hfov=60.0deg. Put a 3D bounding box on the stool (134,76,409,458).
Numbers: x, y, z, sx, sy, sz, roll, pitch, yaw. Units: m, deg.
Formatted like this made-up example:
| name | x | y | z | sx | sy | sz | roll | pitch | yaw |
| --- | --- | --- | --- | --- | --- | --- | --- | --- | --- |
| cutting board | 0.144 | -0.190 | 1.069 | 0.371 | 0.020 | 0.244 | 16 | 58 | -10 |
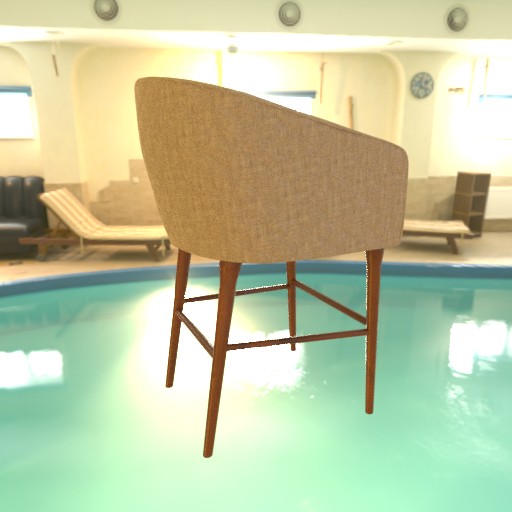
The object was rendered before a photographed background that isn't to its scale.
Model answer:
| name | x | y | z | sx | sy | sz | roll | pitch | yaw |
| --- | --- | --- | --- | --- | --- | --- | --- | --- | --- |
| stool | 0.000 | 0.000 | 1.316 | 0.635 | 0.952 | 0.559 | -7 | 17 | -25 |
